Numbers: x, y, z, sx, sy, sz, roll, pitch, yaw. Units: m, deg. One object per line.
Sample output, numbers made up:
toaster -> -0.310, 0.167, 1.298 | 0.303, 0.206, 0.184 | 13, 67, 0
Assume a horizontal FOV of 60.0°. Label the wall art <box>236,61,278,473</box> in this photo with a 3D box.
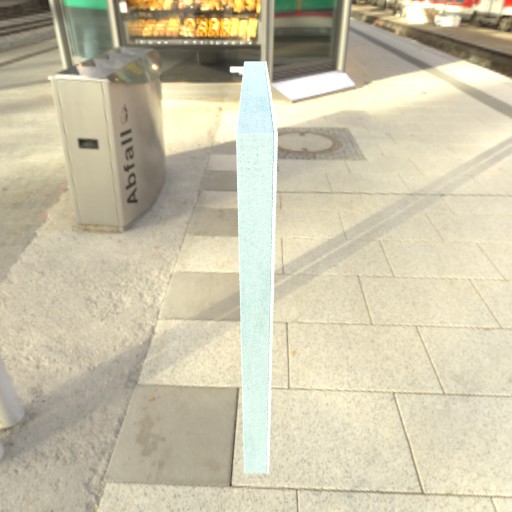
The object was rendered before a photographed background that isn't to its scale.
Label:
wall art -> 0.000, 0.000, 0.699 | 0.037, 0.509, 0.409 | 0, 32, 0
